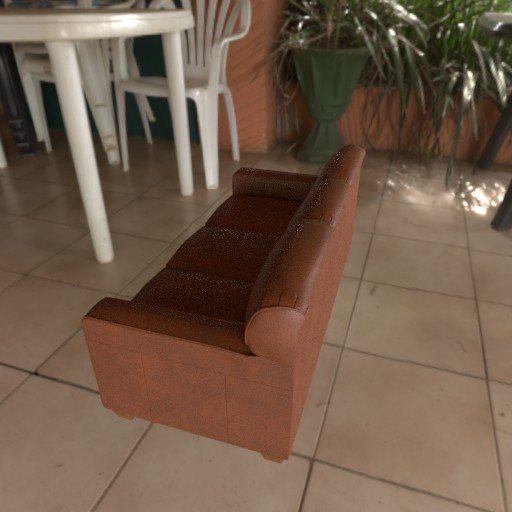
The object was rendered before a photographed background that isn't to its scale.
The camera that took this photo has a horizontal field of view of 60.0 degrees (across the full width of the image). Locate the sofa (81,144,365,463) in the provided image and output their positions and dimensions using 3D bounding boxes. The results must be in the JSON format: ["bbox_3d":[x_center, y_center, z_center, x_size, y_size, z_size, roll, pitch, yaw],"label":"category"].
[{"bbox_3d":[0.000,0.000,2.659,1.008,0.953,2.039,9,32,15],"label":"sofa"}]
